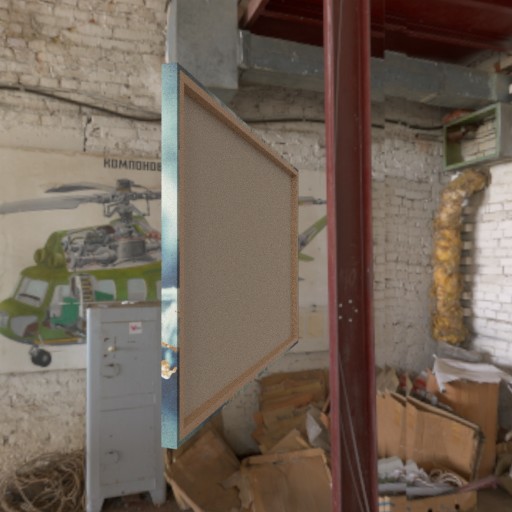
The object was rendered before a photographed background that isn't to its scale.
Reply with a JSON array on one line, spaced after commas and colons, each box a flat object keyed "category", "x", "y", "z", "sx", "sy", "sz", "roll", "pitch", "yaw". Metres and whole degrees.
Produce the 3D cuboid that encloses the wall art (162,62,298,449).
[{"category": "wall art", "x": 0.000, "y": 0.000, "z": 1.416, "sx": 0.035, "sy": 0.759, "sz": 1.138, "roll": 0, "pitch": 0, "yaw": 17}]
